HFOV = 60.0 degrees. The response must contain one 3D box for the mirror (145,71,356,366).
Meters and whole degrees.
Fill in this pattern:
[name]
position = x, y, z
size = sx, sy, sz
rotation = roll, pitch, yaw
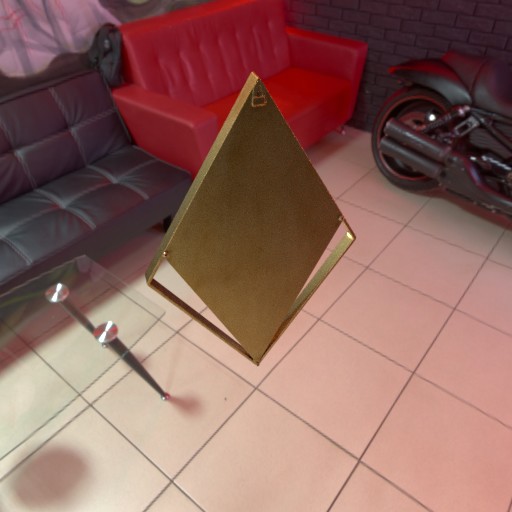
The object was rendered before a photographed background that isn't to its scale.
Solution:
[mirror]
position = 0.000, 0.000, 0.850
size = 0.419, 0.679, 0.032
rotation = -12, 42, -14
